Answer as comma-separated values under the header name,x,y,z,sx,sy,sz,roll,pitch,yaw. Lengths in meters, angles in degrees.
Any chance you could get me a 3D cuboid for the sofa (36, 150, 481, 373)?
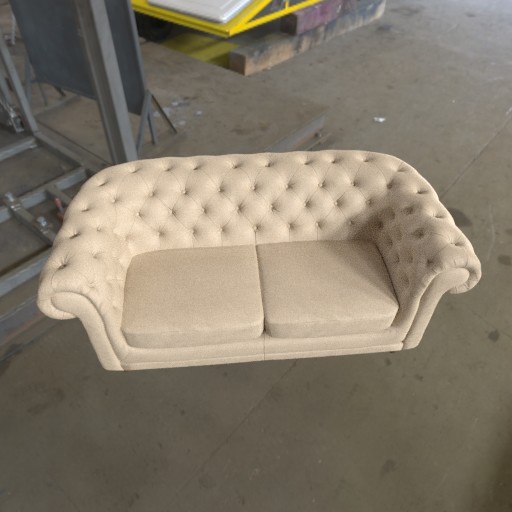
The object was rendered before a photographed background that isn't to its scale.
name,x,y,z,sx,sy,sz,roll,pitch,yaw
sofa,0.000,0.000,2.498,1.988,0.835,1.069,-3,45,-3
